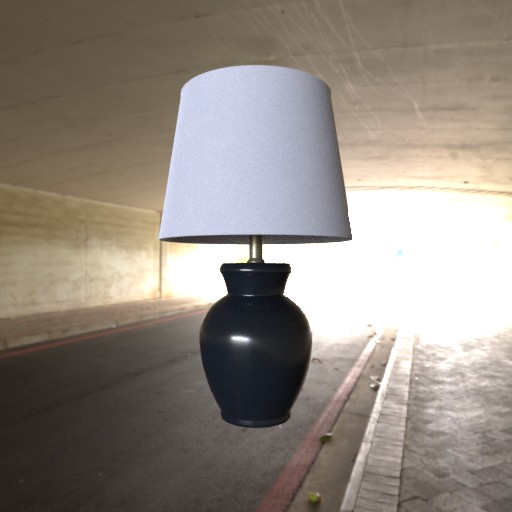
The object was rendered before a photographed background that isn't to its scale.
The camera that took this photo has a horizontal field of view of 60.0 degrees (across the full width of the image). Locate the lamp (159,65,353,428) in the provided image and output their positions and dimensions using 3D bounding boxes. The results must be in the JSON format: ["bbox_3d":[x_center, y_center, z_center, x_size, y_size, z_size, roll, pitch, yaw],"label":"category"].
[{"bbox_3d":[0.000,0.000,0.557,0.239,0.399,0.239,0,-1,0],"label":"lamp"}]
